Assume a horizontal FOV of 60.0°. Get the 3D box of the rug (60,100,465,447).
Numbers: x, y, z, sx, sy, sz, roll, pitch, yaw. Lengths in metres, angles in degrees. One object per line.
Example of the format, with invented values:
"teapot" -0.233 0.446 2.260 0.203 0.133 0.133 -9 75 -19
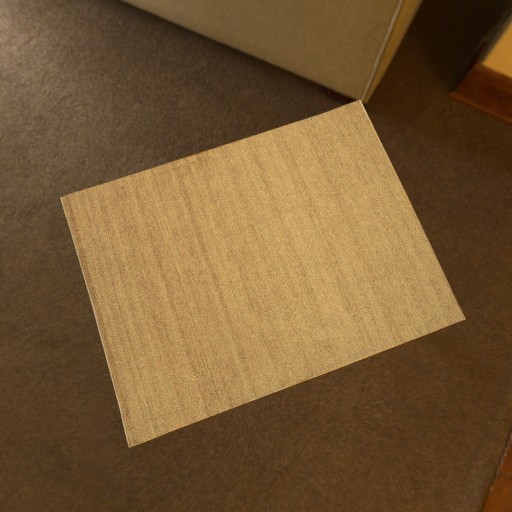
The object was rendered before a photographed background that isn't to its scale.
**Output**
"rug" 0.000 0.000 4.184 3.202 0.045 2.434 -19 76 -5
